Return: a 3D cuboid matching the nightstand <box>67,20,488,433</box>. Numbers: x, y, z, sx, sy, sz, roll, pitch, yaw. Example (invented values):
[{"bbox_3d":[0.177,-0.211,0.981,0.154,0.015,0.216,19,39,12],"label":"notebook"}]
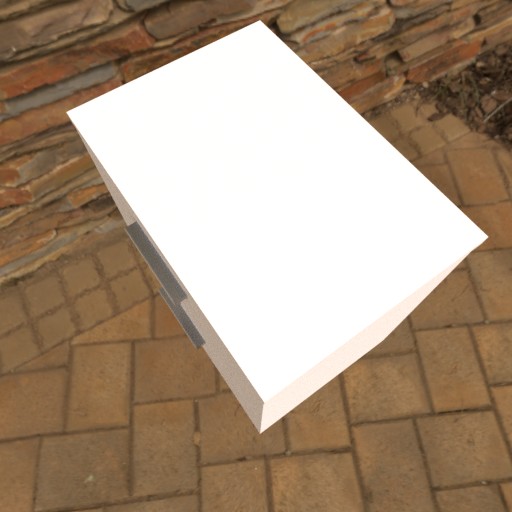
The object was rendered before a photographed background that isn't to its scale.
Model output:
[{"bbox_3d":[0.000,0.000,0.741,0.325,0.460,0.441,-32,69,-14],"label":"nightstand"}]
